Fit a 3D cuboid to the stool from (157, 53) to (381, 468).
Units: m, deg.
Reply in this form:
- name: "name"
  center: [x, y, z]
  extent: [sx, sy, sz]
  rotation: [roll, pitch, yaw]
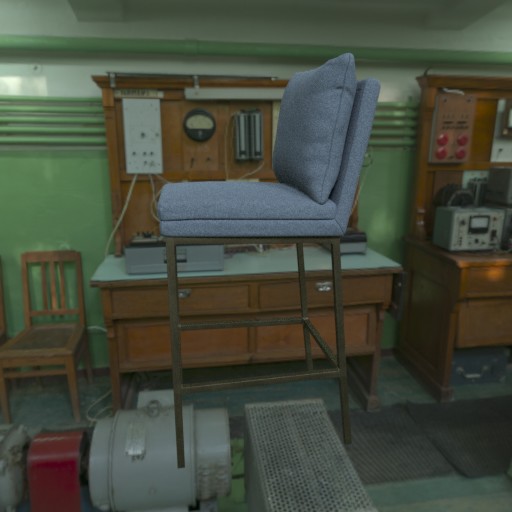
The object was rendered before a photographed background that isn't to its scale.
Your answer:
- name: "stool"
  center: [0.000, 0.000, 1.390]
  extent: [0.569, 1.130, 0.463]
  rotation: [-3, 15, -10]
